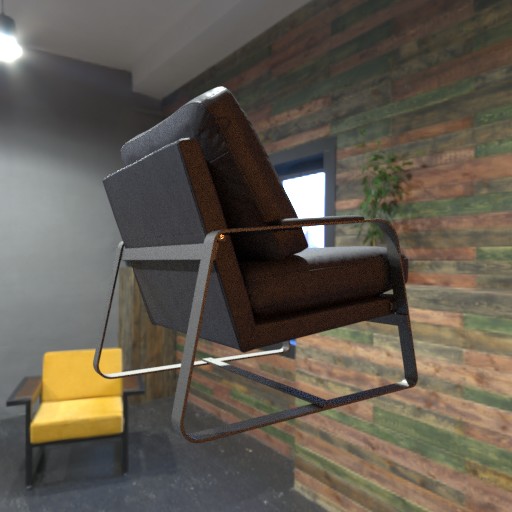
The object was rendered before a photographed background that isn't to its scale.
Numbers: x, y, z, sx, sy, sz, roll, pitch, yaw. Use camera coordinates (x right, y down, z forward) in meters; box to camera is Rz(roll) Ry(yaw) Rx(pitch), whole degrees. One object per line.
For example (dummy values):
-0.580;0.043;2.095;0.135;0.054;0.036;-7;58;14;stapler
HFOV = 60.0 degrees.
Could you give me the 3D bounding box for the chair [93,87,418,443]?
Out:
0.000;0.000;1.488;0.878;0.839;0.692;0;-1;-35;chair
